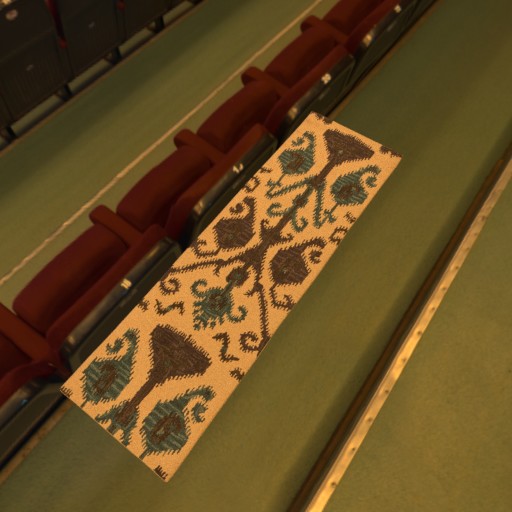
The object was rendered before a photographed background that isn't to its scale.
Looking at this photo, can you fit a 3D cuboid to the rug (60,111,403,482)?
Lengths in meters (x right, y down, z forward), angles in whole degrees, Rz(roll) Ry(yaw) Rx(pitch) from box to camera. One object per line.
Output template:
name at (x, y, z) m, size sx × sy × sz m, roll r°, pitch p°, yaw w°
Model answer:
rug at (0.000, 0.000, 2.489) m, size 0.692 × 0.017 × 2.301 m, roll 32°, pitch 66°, yaw 16°
